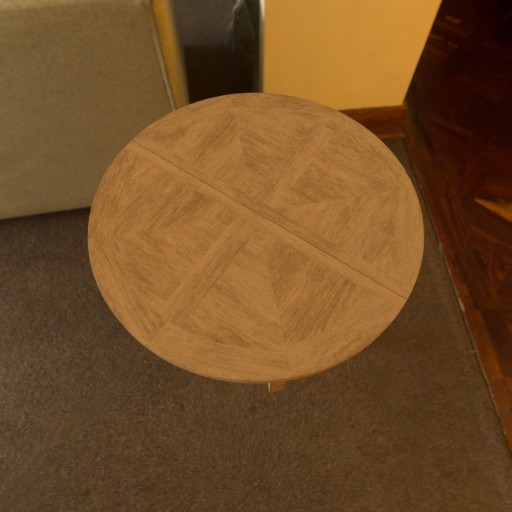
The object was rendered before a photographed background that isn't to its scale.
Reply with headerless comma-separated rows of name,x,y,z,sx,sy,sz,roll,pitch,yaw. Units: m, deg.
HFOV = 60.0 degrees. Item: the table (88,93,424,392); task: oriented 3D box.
table,0.000,0.000,2.102,1.319,0.762,1.319,0,63,0
